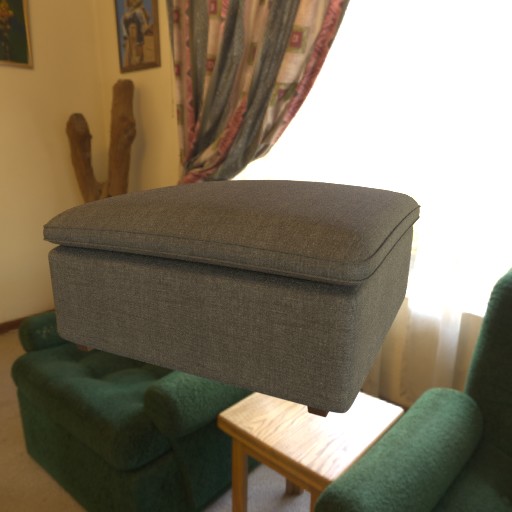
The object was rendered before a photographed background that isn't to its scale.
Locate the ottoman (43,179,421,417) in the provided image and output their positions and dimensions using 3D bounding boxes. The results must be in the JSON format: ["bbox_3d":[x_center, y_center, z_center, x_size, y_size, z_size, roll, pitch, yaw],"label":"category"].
[{"bbox_3d":[0.000,0.000,1.690,1.067,0.559,1.067,7,16,25],"label":"ottoman"}]
